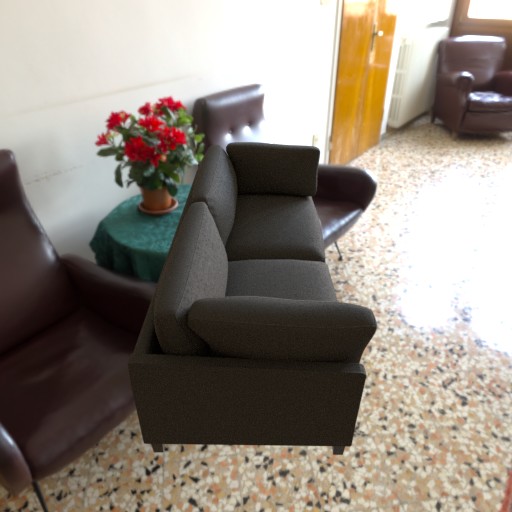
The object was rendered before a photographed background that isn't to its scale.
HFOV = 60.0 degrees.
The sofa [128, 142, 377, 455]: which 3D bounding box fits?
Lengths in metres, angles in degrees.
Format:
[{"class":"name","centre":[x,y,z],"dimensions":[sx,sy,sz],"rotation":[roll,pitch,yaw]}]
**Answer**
[{"class":"sofa","centre":[0.000,0.000,2.764],"dimensions":[0.969,0.792,2.312],"rotation":[0,32,1]}]
